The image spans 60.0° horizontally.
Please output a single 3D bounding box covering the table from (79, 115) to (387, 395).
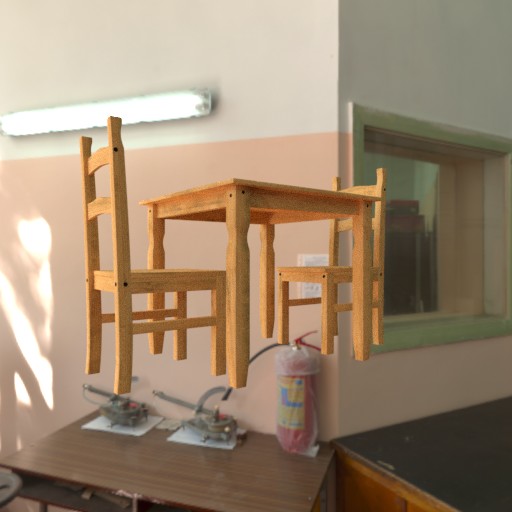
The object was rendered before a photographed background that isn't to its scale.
[{"bbox_3d":[0.000,0.000,2.080,1.501,0.942,0.813,0,0,-37],"label":"table"}]
